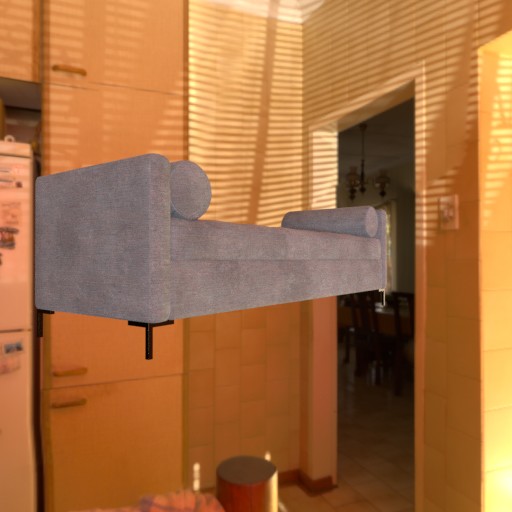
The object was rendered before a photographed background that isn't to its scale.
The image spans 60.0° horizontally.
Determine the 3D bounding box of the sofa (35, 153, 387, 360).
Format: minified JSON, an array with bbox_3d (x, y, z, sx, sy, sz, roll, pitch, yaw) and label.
[{"bbox_3d":[0.000,0.000,2.312,0.686,0.635,1.981,0,0,36],"label":"sofa"}]
